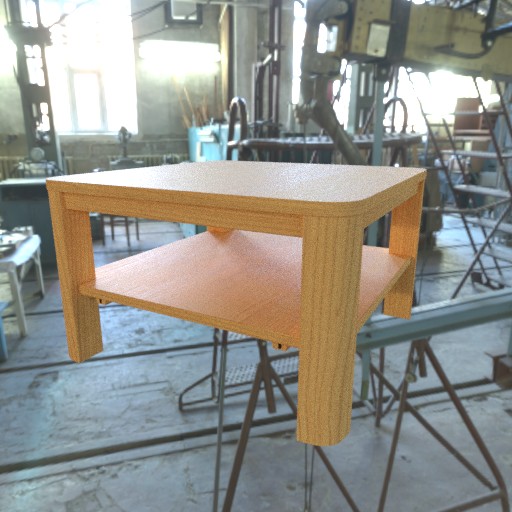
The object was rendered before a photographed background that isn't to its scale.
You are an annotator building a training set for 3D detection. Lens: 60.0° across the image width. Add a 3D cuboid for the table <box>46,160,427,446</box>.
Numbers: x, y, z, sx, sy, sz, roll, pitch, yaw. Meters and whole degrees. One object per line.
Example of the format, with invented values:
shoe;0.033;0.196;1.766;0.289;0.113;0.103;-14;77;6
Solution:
table;0.000;0.000;1.215;0.750;0.450;0.750;9;18;28
